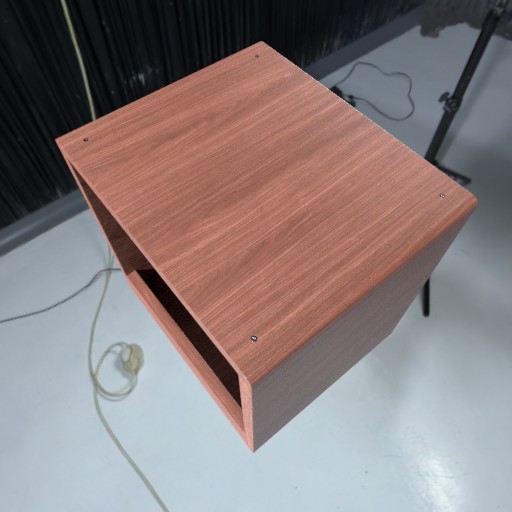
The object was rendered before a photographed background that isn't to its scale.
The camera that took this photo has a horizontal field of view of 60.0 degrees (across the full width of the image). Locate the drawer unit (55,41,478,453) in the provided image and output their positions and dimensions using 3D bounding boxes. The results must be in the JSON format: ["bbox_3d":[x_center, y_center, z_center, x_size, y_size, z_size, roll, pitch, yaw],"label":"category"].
[{"bbox_3d":[0.000,0.000,0.611,0.290,0.351,0.349,-34,64,-19],"label":"drawer unit"}]
